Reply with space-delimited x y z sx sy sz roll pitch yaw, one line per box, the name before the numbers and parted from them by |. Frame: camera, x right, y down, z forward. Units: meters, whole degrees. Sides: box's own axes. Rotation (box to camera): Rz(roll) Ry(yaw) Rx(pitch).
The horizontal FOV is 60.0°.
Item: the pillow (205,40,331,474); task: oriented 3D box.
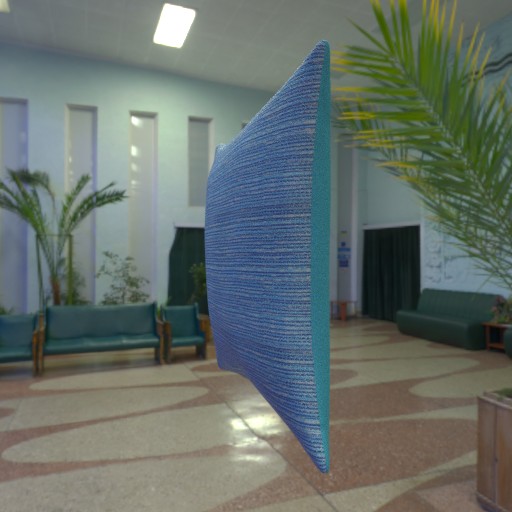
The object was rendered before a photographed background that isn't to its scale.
pillow | 0.000 0.000 0.744 0.150 0.497 0.514 0 -1 -18
